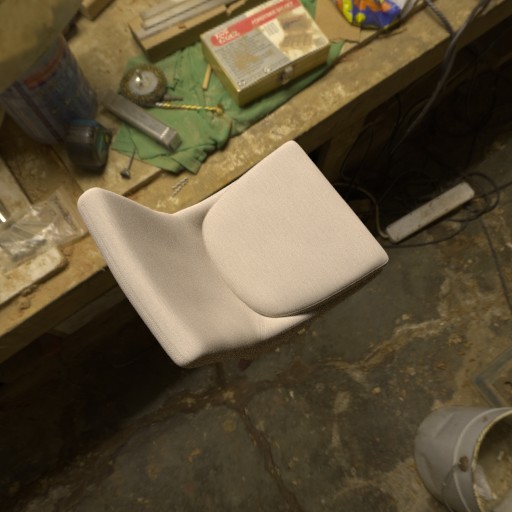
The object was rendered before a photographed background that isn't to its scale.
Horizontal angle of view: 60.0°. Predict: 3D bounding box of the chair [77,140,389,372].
[{"bbox_3d":[0.000,0.000,1.326,0.638,0.940,0.515,-34,77,-9],"label":"chair"}]
